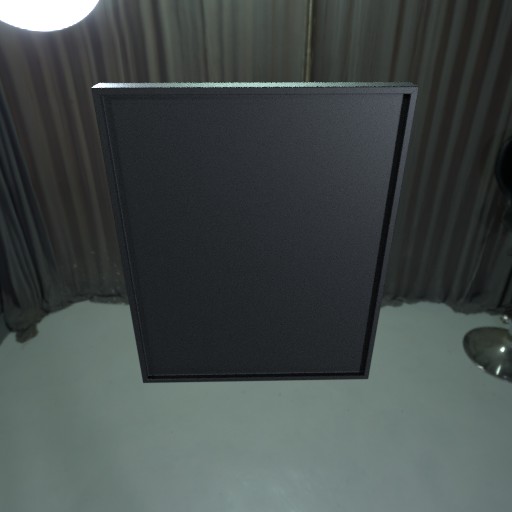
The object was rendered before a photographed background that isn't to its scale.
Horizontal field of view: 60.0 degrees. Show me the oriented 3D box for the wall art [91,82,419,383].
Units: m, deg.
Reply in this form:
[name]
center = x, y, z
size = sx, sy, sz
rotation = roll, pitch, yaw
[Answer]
[wall art]
center = 0.000, 0.000, 0.761
size = 0.449, 0.555, 0.039
rotation = -1, 30, -1
